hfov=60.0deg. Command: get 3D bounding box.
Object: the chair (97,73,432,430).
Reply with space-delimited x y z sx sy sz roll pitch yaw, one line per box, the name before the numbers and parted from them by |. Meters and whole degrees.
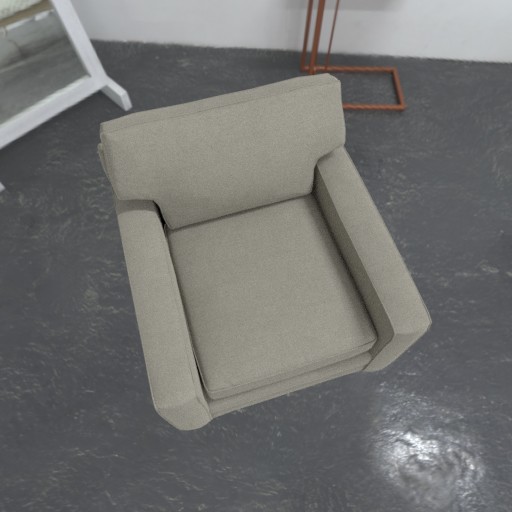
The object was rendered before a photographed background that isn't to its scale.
chair | 0.000 0.000 1.813 0.999 0.934 1.044 -15 64 -8
